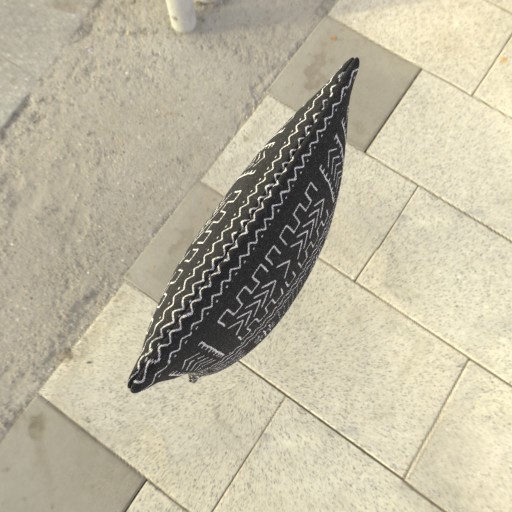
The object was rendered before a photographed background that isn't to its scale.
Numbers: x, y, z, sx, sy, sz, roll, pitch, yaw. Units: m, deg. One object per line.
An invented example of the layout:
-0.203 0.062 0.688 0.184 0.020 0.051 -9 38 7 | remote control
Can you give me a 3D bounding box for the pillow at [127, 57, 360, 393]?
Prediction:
0.000 0.000 0.656 0.164 0.430 0.438 31 77 8 | pillow
